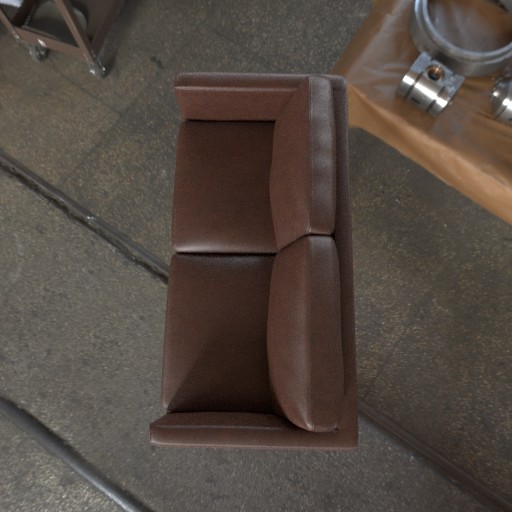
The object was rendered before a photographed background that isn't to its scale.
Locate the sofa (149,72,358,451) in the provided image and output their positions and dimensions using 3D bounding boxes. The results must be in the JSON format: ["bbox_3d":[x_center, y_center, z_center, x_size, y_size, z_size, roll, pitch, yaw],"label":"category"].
[{"bbox_3d":[0.000,0.000,2.423,0.951,0.933,1.883,1,76,0],"label":"sofa"}]
